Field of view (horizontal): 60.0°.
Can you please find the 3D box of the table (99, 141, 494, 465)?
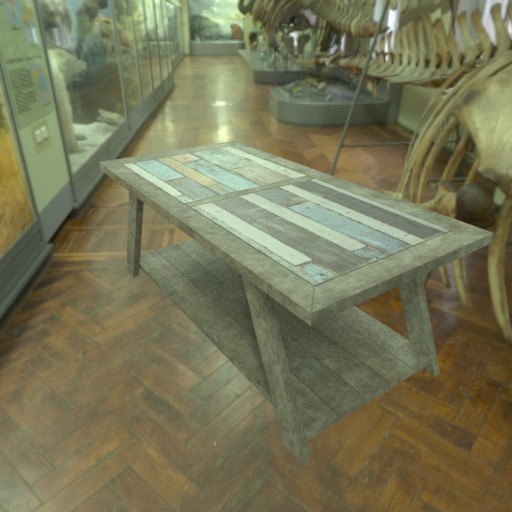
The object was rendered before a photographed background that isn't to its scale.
[{"bbox_3d":[0.000,0.000,1.512,0.610,0.470,1.219,-18,33,-31],"label":"table"}]
